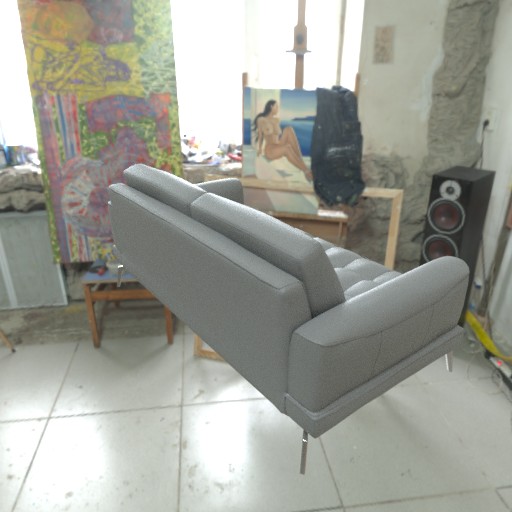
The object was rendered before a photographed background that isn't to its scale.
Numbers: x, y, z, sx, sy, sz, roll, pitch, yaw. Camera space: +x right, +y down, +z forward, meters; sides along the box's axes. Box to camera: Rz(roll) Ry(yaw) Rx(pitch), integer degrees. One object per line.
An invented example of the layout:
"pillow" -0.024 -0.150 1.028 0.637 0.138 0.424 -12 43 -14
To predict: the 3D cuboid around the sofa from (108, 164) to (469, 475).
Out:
"sofa" 0.000 0.000 2.689 1.121 0.930 2.177 -17 30 -33
